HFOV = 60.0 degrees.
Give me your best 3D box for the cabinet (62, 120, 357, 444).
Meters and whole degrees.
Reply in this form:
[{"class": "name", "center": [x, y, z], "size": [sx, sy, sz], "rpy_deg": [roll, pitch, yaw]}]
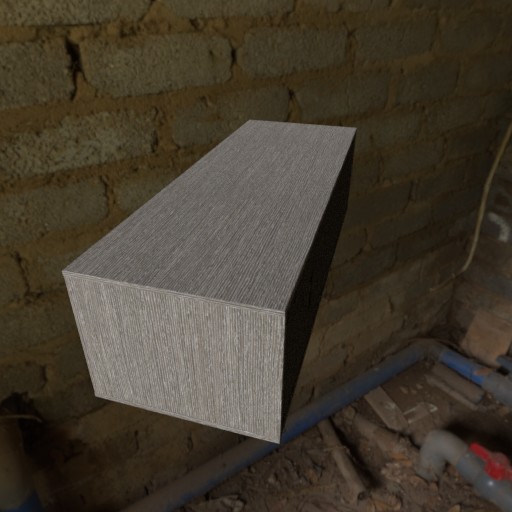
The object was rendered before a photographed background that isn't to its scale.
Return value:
[{"class": "cabinet", "center": [0.000, 0.000, 1.551], "size": [0.500, 0.599, 1.300], "rpy_deg": [9, 32, 14]}]
